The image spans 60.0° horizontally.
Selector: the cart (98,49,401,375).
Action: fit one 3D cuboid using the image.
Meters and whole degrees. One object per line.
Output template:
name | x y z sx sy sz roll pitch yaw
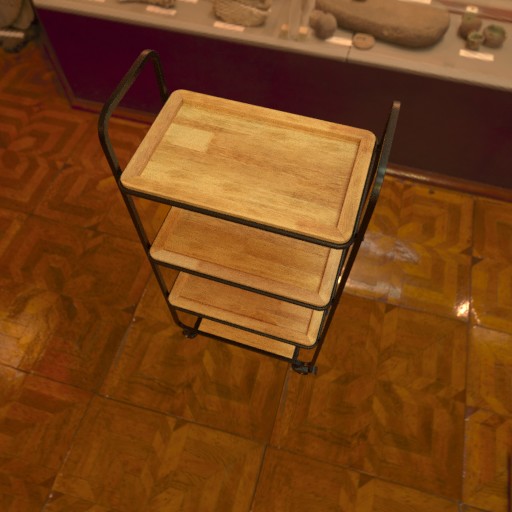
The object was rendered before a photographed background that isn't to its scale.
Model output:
cart | 0.000 0.000 1.281 0.545 1.080 0.321 15 61 9
